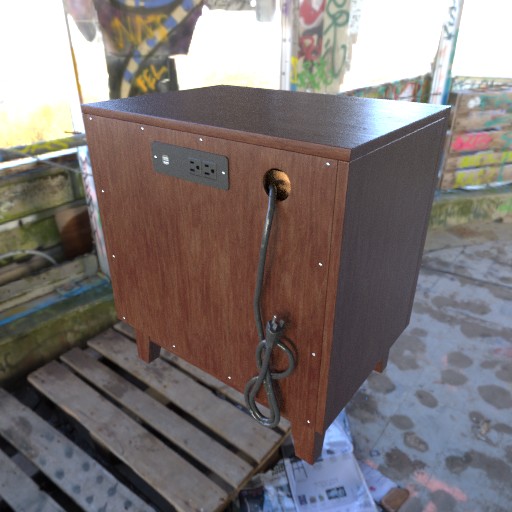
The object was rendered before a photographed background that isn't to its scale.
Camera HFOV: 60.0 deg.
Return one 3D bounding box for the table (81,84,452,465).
[{"bbox_3d":[0.000,0.000,0.943,0.557,0.609,0.449,20,33,33],"label":"table"}]
